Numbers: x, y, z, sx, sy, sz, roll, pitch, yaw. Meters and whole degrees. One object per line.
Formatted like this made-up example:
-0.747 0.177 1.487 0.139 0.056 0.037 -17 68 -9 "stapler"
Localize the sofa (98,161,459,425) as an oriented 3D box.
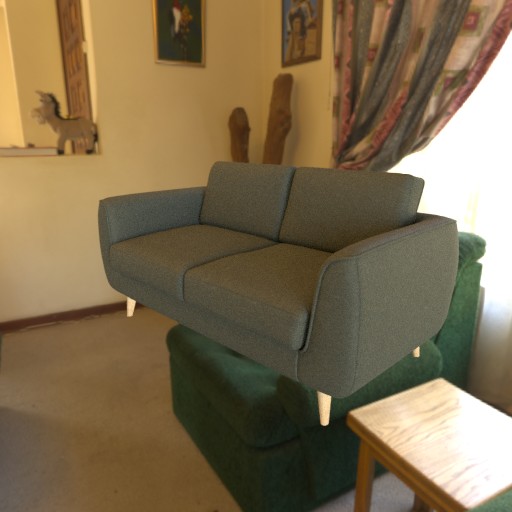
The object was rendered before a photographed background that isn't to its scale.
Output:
0.000 0.000 2.204 0.920 0.850 1.700 -15 21 -43 "sofa"
